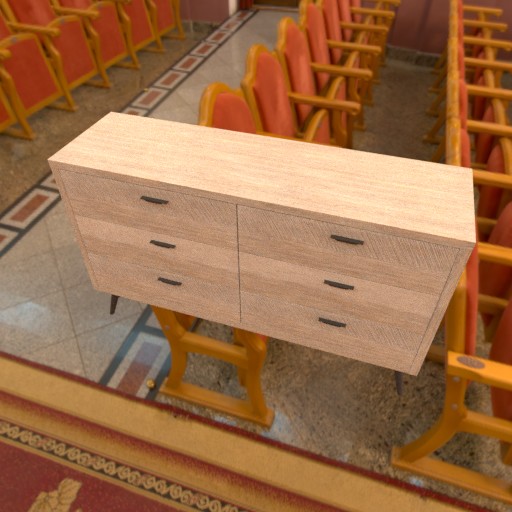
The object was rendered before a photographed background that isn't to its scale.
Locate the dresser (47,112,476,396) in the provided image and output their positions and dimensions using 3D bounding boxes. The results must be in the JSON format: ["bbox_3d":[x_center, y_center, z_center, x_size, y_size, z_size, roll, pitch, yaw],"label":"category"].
[{"bbox_3d":[0.000,0.000,1.956,1.524,0.914,0.457,13,44,14],"label":"dresser"}]
